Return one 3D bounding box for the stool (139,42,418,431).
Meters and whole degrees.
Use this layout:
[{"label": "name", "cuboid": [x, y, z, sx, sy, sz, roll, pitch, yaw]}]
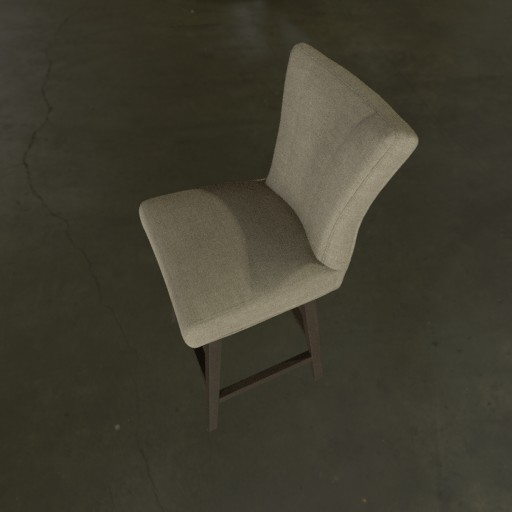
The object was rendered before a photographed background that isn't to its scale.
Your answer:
[{"label": "stool", "cuboid": [0.000, 0.000, 1.330, 0.574, 1.000, 0.514, -17, 50, -15]}]
